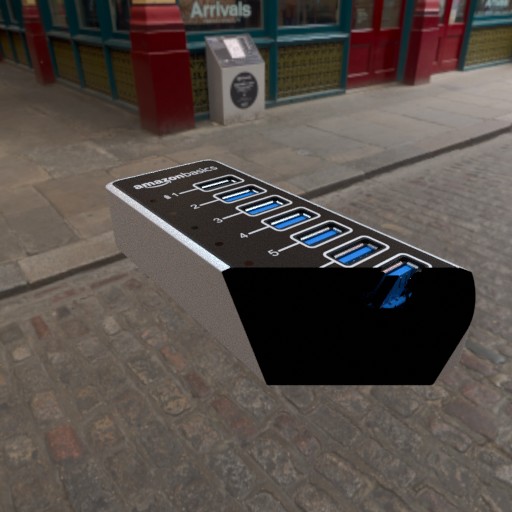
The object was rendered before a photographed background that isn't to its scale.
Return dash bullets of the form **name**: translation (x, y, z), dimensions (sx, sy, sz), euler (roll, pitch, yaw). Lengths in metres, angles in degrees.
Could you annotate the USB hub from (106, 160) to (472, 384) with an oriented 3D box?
- **USB hub**: translation (0.000, 0.000, 0.127), dimensions (0.044, 0.023, 0.110), euler (-22, 37, -33)
